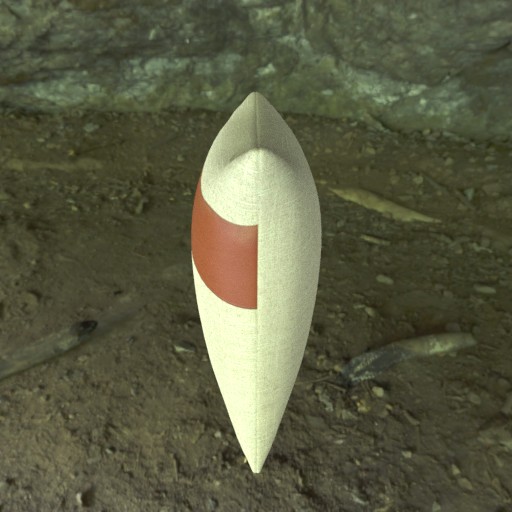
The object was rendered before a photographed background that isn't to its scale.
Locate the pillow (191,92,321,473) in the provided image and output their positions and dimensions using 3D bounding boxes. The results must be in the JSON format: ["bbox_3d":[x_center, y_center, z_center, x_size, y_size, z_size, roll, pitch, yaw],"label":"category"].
[{"bbox_3d":[0.000,0.000,0.631,0.173,0.399,0.414,0,27,0],"label":"pillow"}]
